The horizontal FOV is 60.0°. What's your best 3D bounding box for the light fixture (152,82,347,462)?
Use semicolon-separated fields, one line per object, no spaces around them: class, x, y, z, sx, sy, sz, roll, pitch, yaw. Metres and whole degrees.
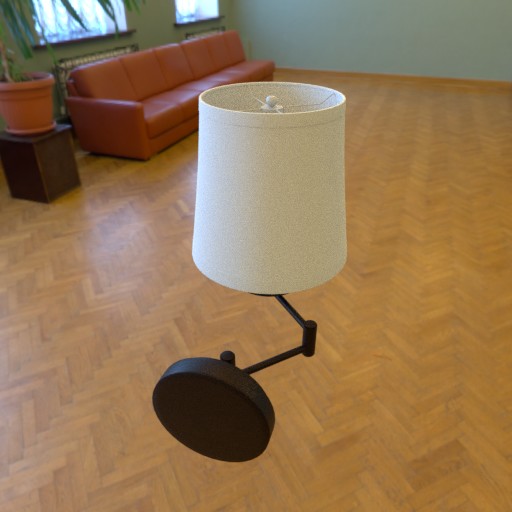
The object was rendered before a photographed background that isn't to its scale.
light fixture;0.000;0.000;0.263;0.100;0.172;0.157;10;33;15
